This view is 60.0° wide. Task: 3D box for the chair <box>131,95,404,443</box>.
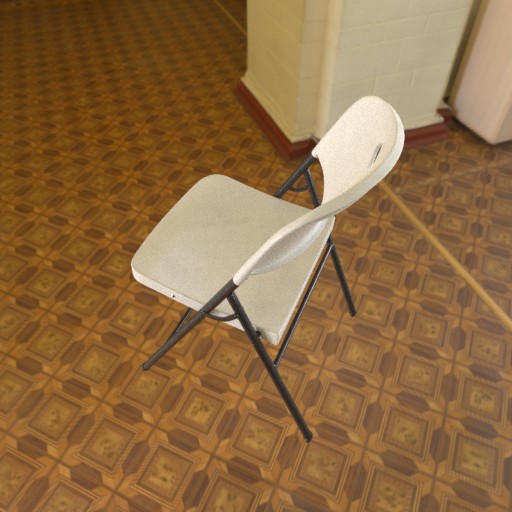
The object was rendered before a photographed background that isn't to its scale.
[{"bbox_3d":[0.000,0.000,1.157,0.566,0.810,0.494,18,50,16],"label":"chair"}]
